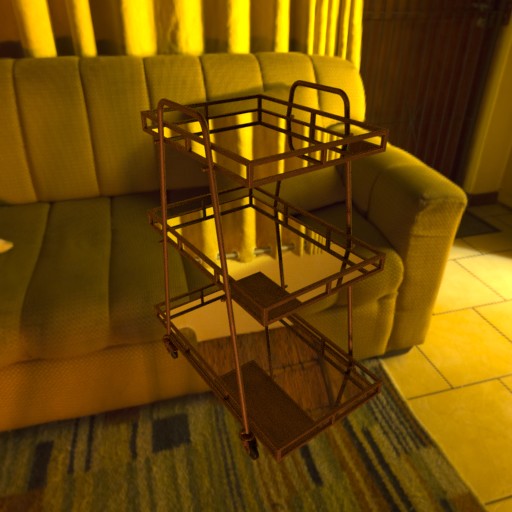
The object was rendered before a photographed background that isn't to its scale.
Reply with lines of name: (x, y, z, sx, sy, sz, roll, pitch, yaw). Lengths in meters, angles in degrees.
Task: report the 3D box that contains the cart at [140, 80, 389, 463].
cart: (0.000, 0.000, 1.258, 0.441, 0.883, 0.711, -20, 37, -30)
